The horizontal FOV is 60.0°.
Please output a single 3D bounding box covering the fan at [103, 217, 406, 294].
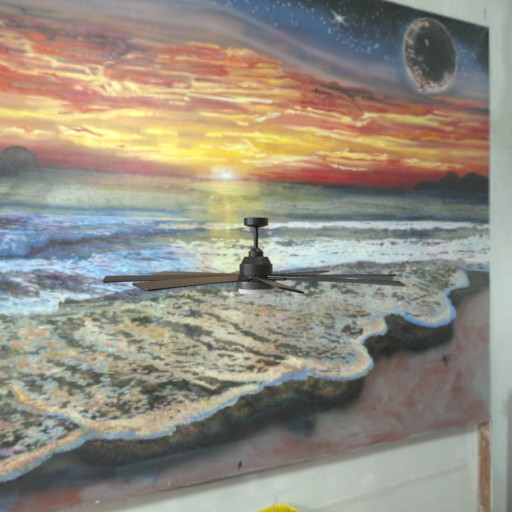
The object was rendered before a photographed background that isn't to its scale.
[{"bbox_3d":[0.000,0.000,2.778,1.830,0.472,1.830,0,1,36],"label":"fan"}]
